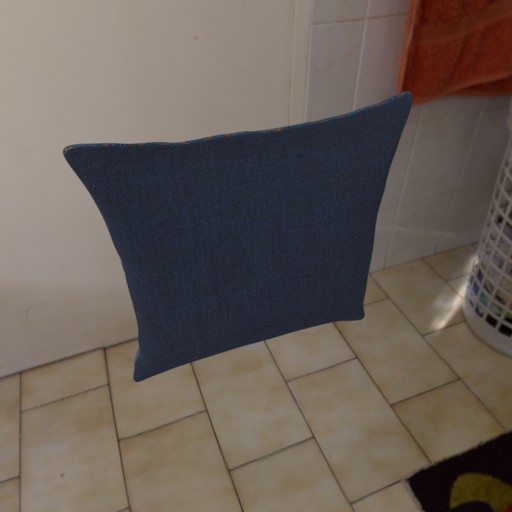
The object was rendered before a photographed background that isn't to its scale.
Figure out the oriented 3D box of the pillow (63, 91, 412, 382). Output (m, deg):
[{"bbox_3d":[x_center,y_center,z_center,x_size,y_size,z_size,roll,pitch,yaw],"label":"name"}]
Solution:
[{"bbox_3d":[0.000,0.000,0.652,0.431,0.431,0.141,-13,42,-15],"label":"pillow"}]
